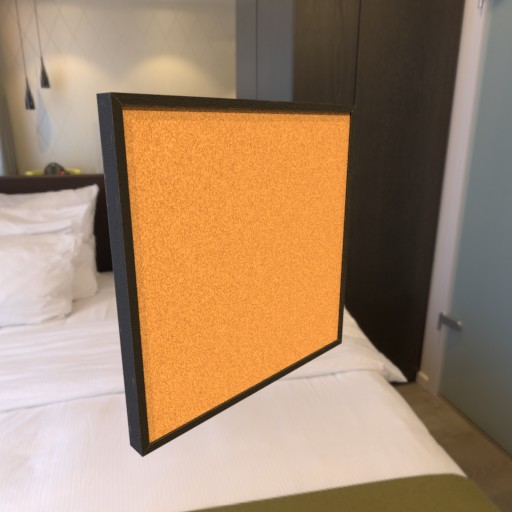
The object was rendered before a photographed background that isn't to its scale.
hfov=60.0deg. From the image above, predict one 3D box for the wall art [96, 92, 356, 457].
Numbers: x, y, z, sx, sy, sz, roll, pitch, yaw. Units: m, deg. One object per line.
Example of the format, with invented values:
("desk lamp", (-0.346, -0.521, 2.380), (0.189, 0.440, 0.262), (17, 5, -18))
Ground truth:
("wall art", (0.000, 0.000, 0.764), (0.506, 0.506, 0.036), (-16, 23, -42))
